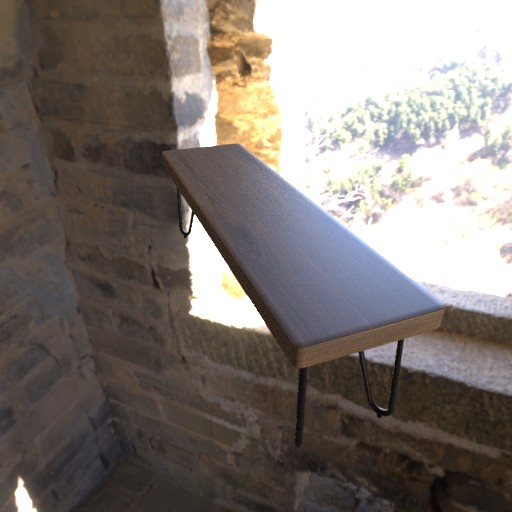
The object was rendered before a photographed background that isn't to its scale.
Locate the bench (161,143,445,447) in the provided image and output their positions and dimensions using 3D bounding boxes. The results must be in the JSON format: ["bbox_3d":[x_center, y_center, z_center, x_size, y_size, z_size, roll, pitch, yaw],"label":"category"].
[{"bbox_3d":[0.000,0.000,1.786,0.425,0.462,1.570,-11,32,-18],"label":"bench"}]
